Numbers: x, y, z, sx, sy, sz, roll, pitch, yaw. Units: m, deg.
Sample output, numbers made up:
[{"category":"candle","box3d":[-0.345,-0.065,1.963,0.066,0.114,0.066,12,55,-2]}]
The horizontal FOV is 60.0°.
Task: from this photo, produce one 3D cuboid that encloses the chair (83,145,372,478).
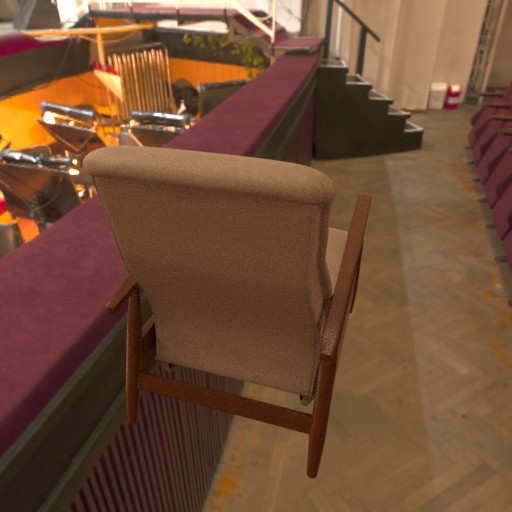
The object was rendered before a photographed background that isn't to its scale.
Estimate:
[{"category":"chair","box3d":[0.000,0.000,1.709,0.762,1.082,1.030,9,33,15]}]
